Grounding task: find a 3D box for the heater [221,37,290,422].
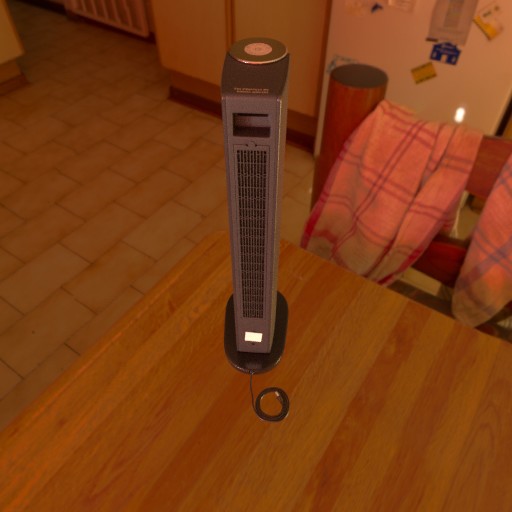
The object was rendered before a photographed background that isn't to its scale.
[{"bbox_3d":[0.000,0.000,1.052,0.214,0.856,0.458,3,48,3],"label":"heater"}]
